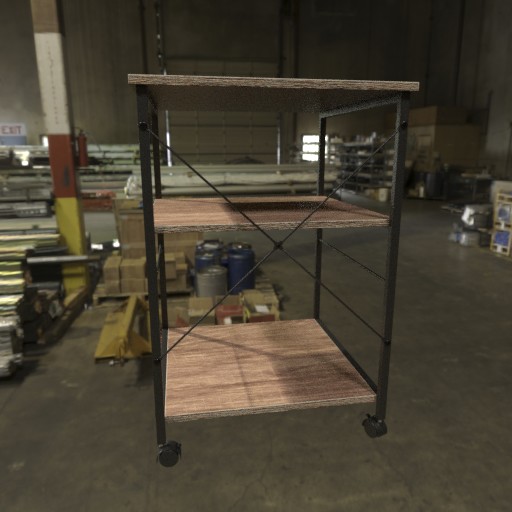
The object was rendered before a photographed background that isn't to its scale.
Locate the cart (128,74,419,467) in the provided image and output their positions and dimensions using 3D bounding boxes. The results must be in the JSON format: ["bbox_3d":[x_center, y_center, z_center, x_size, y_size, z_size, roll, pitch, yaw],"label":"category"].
[{"bbox_3d":[0.000,0.000,1.112,0.521,0.762,0.520,-2,14,-10],"label":"cart"}]
